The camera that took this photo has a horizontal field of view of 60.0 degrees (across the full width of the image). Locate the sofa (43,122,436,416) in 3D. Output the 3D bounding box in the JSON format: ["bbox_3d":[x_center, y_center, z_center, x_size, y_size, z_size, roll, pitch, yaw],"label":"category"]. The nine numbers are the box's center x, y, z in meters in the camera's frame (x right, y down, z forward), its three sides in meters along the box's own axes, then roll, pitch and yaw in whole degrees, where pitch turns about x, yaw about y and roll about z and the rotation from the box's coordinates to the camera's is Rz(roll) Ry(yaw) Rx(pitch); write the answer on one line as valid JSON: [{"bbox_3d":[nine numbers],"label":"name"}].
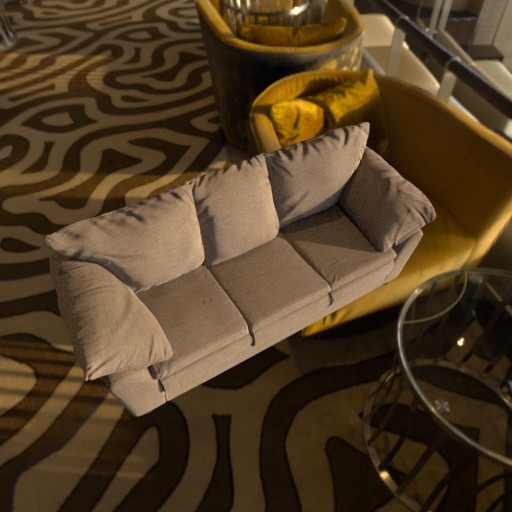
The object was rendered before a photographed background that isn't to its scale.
[{"bbox_3d":[0.000,0.000,2.872,2.390,1.043,0.927,-24,51,-21],"label":"sofa"}]
